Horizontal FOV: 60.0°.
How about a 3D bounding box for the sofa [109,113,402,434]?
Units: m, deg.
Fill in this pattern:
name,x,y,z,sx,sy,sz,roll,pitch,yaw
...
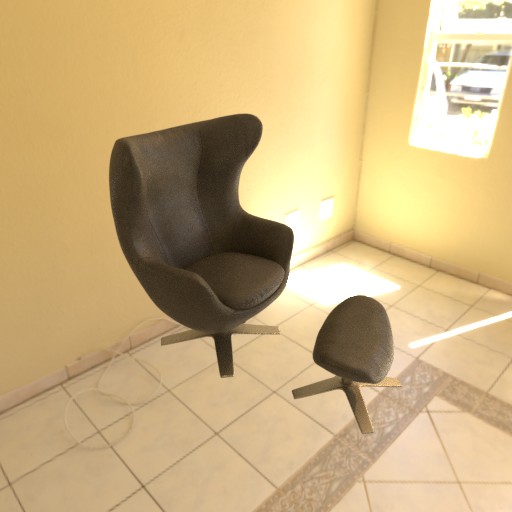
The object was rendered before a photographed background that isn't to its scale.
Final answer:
name,x,y,z,sx,sy,sz,roll,pitch,yaw
sofa,0.000,0.000,2.106,1.444,1.135,0.894,18,32,32
